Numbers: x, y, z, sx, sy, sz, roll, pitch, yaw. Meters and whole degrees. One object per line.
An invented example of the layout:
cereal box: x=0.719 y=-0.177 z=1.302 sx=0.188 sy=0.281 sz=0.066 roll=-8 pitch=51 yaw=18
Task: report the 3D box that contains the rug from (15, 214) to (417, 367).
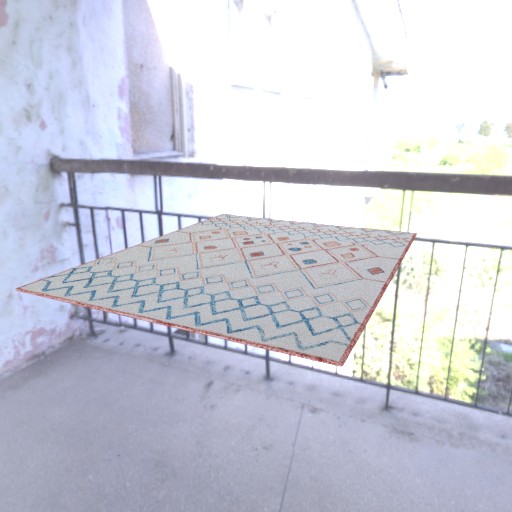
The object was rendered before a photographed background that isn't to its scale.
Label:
rug: x=0.000 y=0.000 z=4.035 sx=2.441 sy=0.016 sz=3.050 roll=8 pitch=19 yaw=25
